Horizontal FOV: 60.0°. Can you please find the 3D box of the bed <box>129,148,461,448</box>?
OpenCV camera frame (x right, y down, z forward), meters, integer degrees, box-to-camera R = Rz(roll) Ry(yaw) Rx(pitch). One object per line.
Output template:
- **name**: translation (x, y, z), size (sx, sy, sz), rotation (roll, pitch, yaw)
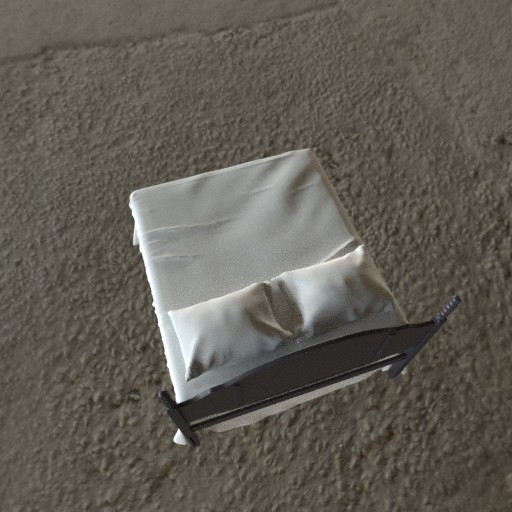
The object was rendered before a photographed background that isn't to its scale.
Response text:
- **bed**: translation (0.000, 0.000, 3.292), size (1.873, 1.356, 2.040), rotation (-16, 59, -10)
